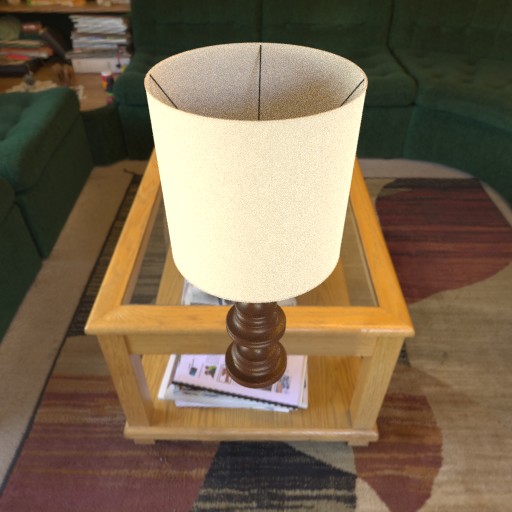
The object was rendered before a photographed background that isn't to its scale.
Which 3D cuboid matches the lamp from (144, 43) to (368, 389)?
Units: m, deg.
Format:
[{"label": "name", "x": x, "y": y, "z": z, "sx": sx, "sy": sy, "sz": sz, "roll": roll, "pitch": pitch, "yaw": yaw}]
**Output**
[{"label": "lamp", "x": 0.000, "y": 0.000, "z": 0.570, "sx": 0.208, "sy": 0.455, "sz": 0.208, "roll": -11, "pitch": 42, "yaw": -13}]
